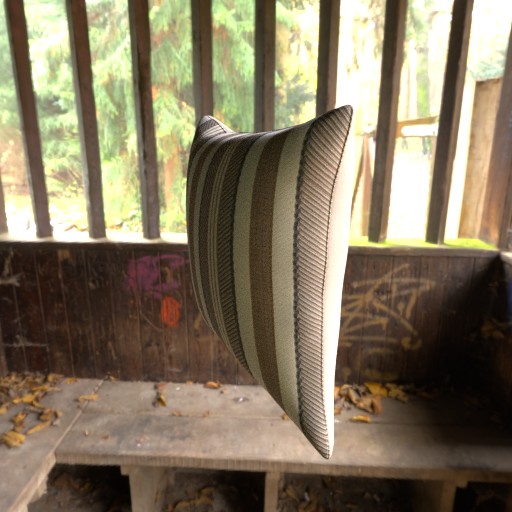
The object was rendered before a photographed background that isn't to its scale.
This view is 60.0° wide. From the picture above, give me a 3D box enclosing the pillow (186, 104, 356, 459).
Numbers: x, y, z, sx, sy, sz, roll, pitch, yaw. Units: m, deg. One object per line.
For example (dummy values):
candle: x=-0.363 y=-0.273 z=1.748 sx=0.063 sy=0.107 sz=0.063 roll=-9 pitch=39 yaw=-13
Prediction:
pillow: x=0.000 y=0.000 z=0.644 sx=0.173 sy=0.401 sz=0.416 roll=-7 pitch=18 yaw=-24
